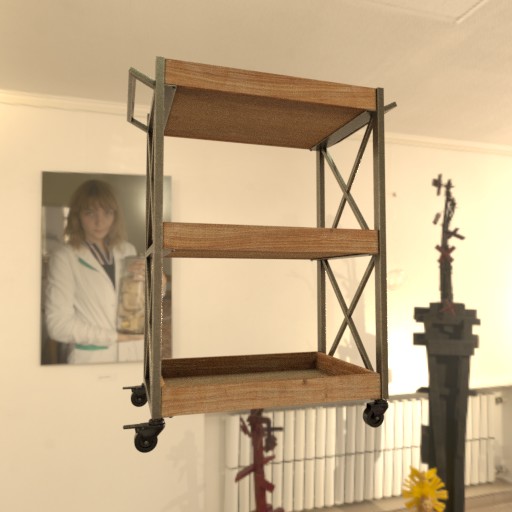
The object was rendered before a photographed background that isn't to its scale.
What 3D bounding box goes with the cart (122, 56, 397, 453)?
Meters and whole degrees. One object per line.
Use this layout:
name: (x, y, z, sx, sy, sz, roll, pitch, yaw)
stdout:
cart: (0.000, 0.000, 1.187, 0.673, 0.835, 0.377, 1, -3, -17)
